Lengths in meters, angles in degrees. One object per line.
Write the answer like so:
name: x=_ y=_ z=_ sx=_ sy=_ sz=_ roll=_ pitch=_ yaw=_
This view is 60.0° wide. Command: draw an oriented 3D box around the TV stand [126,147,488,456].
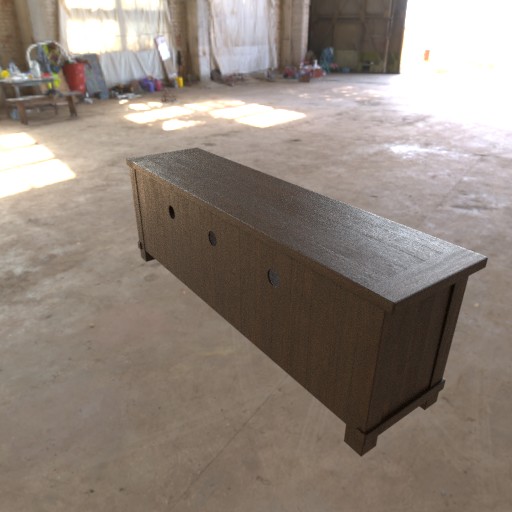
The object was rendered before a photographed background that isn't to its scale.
TV stand: x=0.000 y=0.000 z=2.089 sx=0.471 sy=0.615 sz=1.866 roll=-18 pitch=32 yaw=-32
